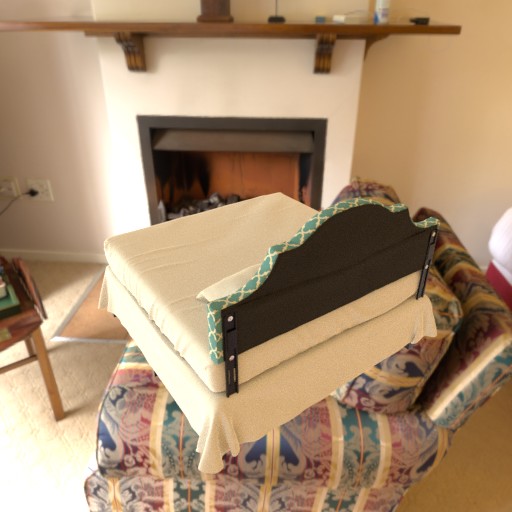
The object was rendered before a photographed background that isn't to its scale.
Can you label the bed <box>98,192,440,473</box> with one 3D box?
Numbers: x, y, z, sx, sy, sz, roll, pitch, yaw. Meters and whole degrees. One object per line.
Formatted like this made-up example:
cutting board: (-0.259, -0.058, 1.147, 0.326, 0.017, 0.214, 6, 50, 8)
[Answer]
bed: (0.000, 0.000, 3.720, 2.314, 1.601, 2.222, -19, 35, -30)
